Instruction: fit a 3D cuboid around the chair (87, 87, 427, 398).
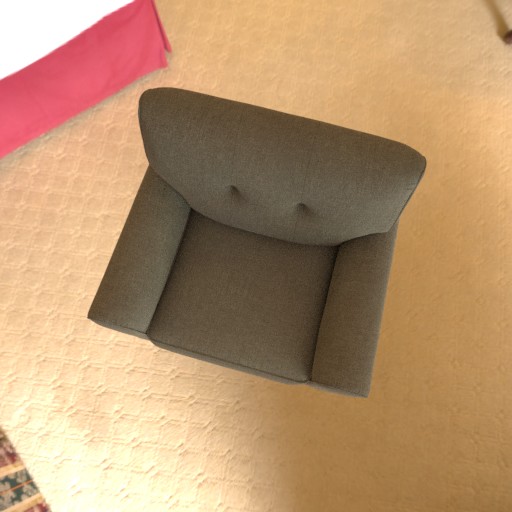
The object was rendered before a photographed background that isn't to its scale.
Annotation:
[{"bbox_3d":[0.000,0.000,1.621,0.941,0.890,0.816,15,75,4],"label":"chair"}]
